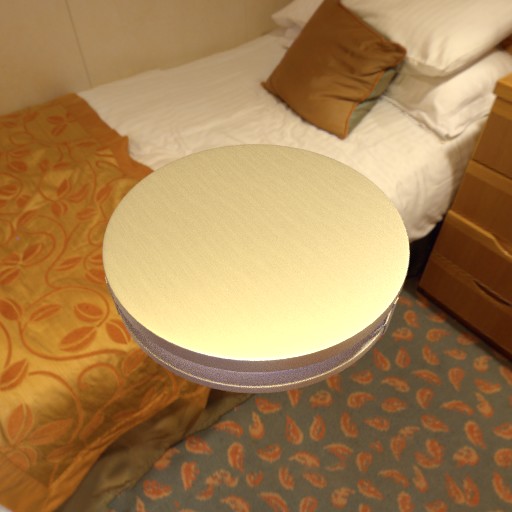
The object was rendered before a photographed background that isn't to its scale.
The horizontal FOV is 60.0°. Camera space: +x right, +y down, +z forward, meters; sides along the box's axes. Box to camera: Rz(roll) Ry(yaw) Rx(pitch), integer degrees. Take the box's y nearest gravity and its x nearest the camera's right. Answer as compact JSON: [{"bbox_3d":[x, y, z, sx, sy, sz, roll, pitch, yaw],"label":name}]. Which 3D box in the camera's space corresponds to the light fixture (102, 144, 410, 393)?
[{"bbox_3d":[0.000,0.000,0.561,0.356,0.102,0.356,0,47,0],"label":"light fixture"}]
